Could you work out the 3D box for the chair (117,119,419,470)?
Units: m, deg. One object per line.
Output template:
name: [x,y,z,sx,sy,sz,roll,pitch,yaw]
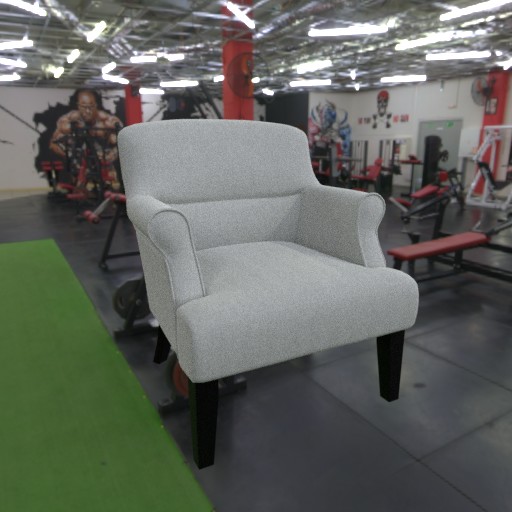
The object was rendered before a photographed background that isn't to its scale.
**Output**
chair: [0.000,0.000,1.450,0.781,0.875,0.750,-8,17,-26]
